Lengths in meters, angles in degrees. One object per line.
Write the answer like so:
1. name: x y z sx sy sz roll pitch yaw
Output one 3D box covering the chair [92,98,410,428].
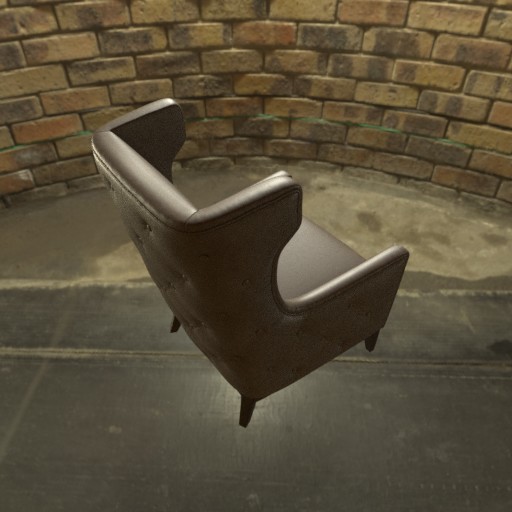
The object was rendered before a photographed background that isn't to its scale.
1. chair: 0.000 0.000 1.697 0.899 1.079 0.769 -26 47 -26
